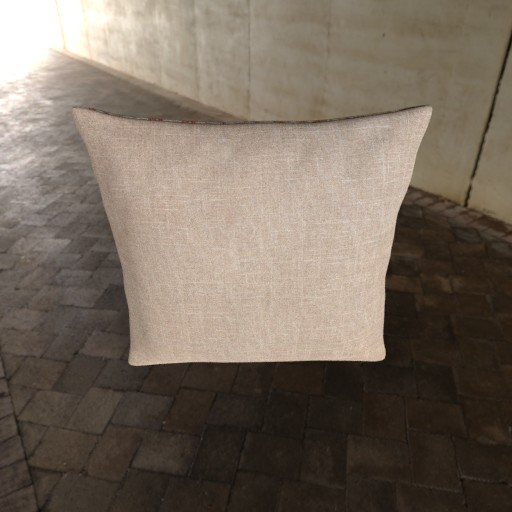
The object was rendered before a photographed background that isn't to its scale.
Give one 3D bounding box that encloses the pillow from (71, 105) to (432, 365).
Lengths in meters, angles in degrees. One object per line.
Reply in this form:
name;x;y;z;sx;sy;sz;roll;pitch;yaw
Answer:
pillow;0.000;0.000;0.765;0.523;0.506;0.166;-1;31;-1
